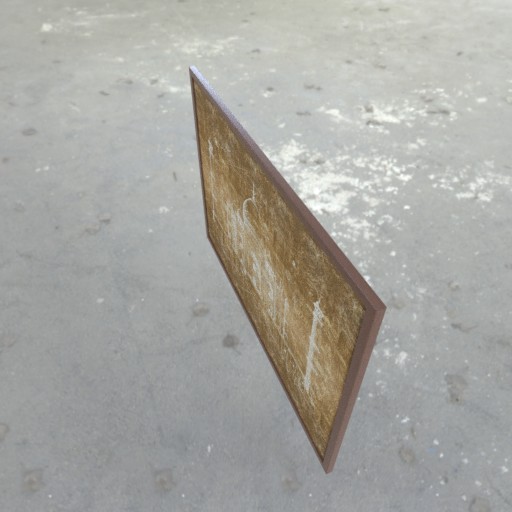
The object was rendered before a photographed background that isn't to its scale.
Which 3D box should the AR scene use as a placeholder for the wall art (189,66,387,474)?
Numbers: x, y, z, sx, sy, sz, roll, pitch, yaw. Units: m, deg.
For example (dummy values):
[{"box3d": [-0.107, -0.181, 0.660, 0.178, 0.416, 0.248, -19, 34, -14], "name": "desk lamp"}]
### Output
[{"box3d": [0.000, 0.000, 0.824, 0.014, 0.455, 0.660, -16, 47, -16], "name": "wall art"}]
